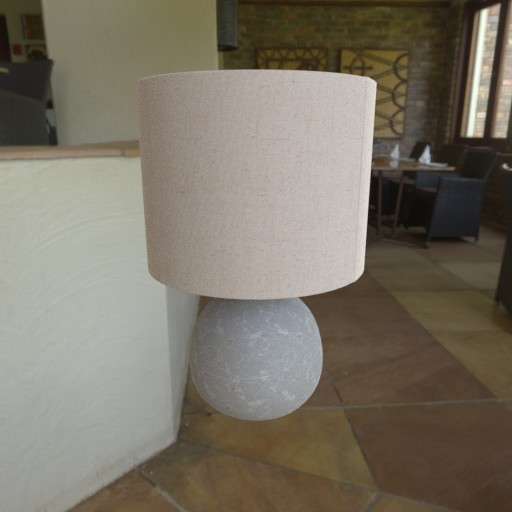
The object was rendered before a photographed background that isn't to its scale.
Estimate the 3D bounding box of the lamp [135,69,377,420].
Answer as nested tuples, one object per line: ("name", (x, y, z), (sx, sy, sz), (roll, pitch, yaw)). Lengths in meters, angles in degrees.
("lamp", (0.000, 0.000, 0.565), (0.269, 0.409, 0.269), (-15, 21, -43))
